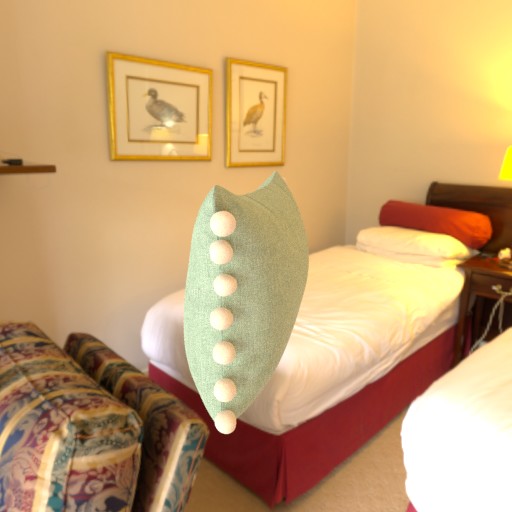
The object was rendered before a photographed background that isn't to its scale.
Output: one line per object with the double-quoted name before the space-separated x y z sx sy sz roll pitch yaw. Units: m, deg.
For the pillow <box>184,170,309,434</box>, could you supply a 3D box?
"pillow" 0.000 0.000 0.855 0.201 0.322 0.709 2 14 9
